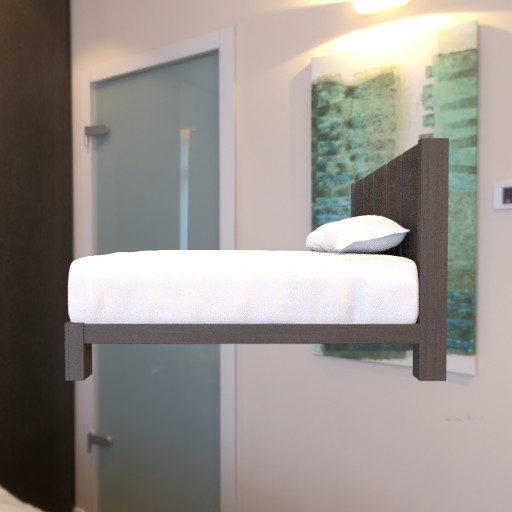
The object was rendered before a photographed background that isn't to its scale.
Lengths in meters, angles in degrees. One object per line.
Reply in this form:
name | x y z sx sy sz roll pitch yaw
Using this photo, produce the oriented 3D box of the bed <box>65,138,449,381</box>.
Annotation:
bed | 0.000 0.000 3.156 1.992 1.261 1.735 0 1 0
